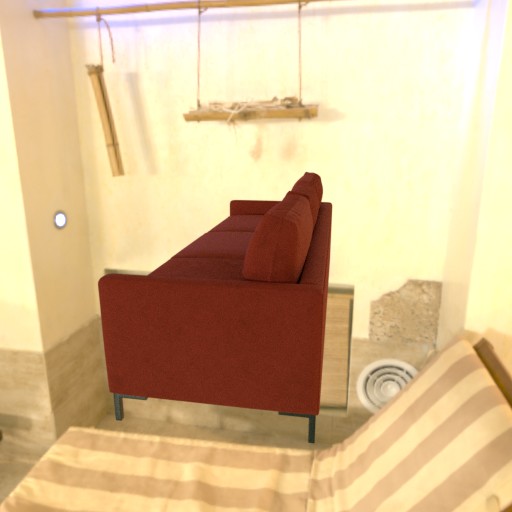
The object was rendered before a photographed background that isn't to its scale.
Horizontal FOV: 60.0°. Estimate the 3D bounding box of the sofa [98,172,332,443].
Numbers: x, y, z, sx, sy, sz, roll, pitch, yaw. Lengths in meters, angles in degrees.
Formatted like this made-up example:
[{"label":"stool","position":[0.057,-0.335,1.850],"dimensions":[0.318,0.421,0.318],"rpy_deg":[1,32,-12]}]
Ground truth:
[{"label":"sofa","position":[0.000,0.000,2.696],"dimensions":[0.875,0.879,2.252],"rpy_deg":[3,15,10]}]
